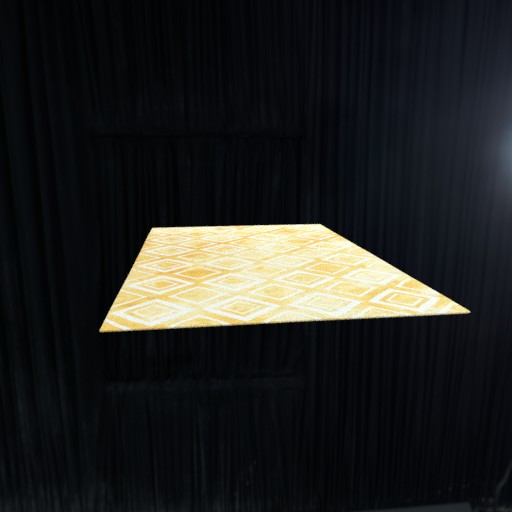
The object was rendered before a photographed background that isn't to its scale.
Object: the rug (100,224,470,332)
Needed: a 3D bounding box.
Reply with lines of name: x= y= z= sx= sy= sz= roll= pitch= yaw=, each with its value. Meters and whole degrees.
rug: x=0.000 y=0.000 z=2.300 sx=1.213 sy=0.010 sz=1.829 roll=-2 pitch=14 yaw=-8
